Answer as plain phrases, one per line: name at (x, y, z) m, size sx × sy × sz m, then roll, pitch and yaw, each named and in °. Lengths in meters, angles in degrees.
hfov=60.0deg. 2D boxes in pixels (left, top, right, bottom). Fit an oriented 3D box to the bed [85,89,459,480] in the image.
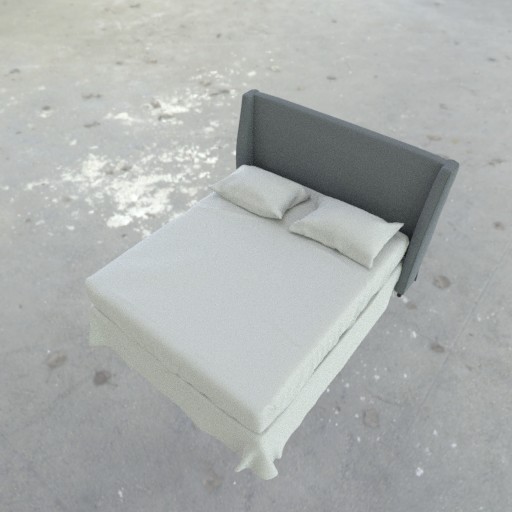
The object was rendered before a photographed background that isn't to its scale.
bed at (0.000, 0.000, 3.383) m, size 1.925 × 1.332 × 2.276 m, roll 30°, pitch 52°, yaw 26°
